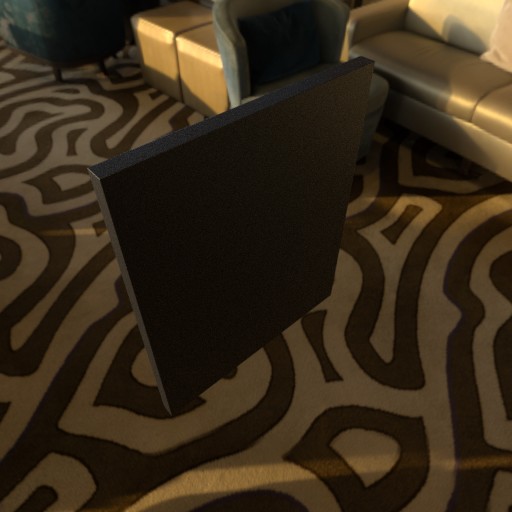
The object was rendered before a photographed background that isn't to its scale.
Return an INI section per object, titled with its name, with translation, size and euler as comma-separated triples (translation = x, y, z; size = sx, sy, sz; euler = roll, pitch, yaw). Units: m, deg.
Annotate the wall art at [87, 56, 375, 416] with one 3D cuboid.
[wall art]
translation = 0.000, 0.000, 0.772
size = 0.457, 0.557, 0.028
euler = -32, 54, -28
